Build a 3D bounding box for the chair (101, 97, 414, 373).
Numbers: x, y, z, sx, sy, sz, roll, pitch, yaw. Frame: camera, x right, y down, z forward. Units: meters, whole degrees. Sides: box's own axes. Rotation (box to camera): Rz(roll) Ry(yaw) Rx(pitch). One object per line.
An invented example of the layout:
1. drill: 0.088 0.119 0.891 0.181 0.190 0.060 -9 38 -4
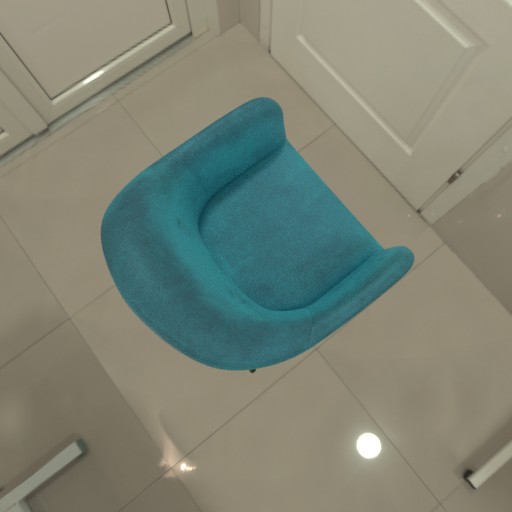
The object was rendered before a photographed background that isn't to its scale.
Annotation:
1. chair: 0.000 0.000 1.160 0.570 0.780 0.540 -37 79 -9
